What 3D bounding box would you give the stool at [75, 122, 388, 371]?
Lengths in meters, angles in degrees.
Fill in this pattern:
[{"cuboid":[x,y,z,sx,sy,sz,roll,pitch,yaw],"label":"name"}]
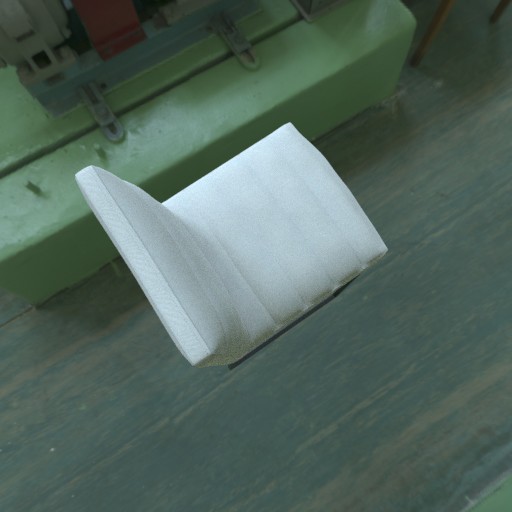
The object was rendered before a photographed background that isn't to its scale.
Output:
[{"cuboid":[0.000,0.000,1.346,0.573,1.061,0.464,-33,78,-8],"label":"stool"}]
